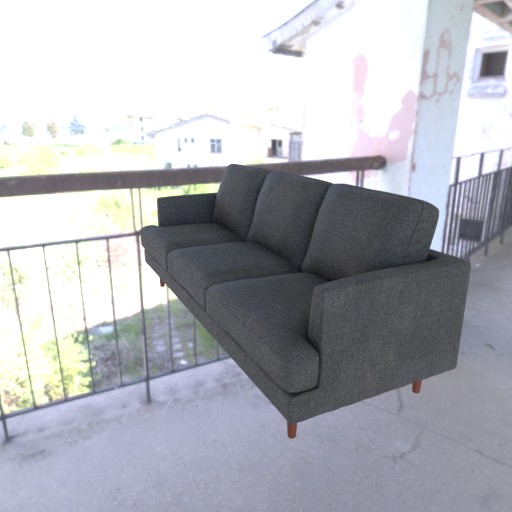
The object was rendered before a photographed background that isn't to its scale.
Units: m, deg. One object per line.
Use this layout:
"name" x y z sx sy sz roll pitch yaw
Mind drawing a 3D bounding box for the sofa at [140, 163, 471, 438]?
"sofa" 0.000 0.000 2.645 0.903 0.930 2.246 -8 19 -26
